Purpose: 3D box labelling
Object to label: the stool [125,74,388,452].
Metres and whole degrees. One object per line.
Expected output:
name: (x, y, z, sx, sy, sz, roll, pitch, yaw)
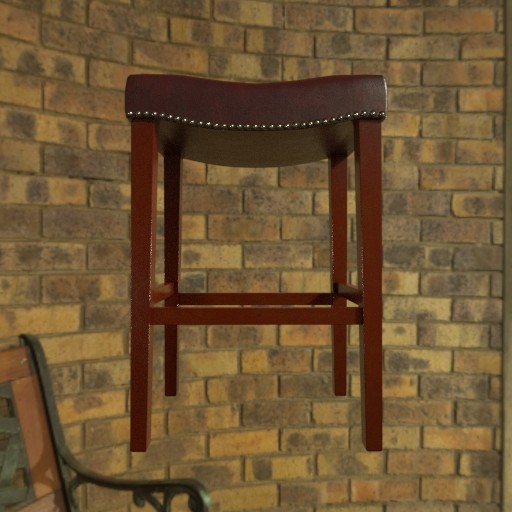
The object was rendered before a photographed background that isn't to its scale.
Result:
stool: (0.000, 0.000, 1.019, 0.504, 0.742, 0.372, 0, 0, 0)
